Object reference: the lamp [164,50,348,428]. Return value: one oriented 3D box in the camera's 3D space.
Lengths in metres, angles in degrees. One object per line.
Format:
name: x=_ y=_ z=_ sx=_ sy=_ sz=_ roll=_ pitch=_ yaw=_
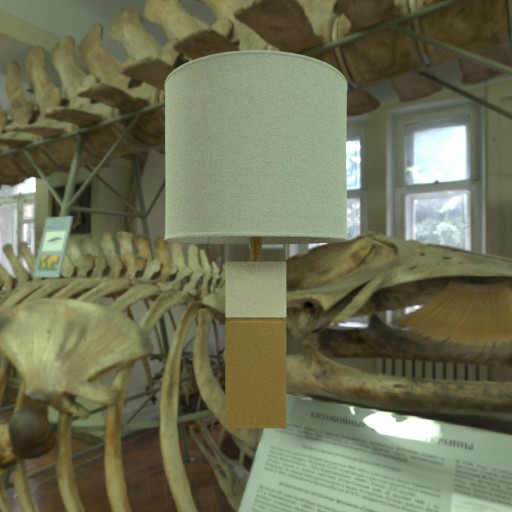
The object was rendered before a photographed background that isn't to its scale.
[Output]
lamp: x=0.000 y=0.000 z=0.564 sx=0.229 sy=0.417 sz=0.229 roll=0 pitch=-1 yaw=0
